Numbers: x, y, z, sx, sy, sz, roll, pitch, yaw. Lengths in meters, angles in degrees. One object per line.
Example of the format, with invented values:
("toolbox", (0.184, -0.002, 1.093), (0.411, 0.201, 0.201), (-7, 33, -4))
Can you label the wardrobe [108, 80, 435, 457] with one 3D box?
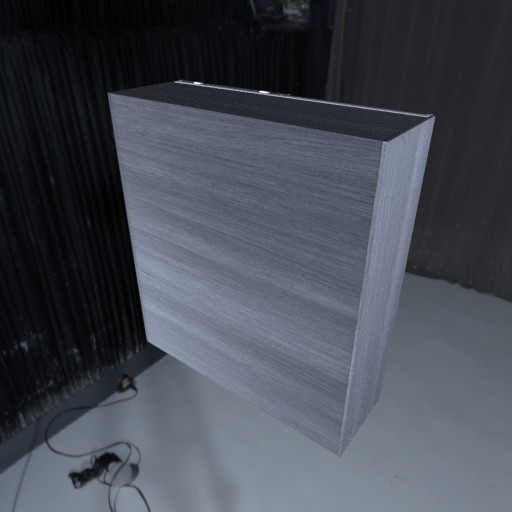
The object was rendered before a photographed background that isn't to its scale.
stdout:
("wardrobe", (0.000, 0.000, 2.924), (1.780, 1.960, 0.629), (21, 36, 32))
